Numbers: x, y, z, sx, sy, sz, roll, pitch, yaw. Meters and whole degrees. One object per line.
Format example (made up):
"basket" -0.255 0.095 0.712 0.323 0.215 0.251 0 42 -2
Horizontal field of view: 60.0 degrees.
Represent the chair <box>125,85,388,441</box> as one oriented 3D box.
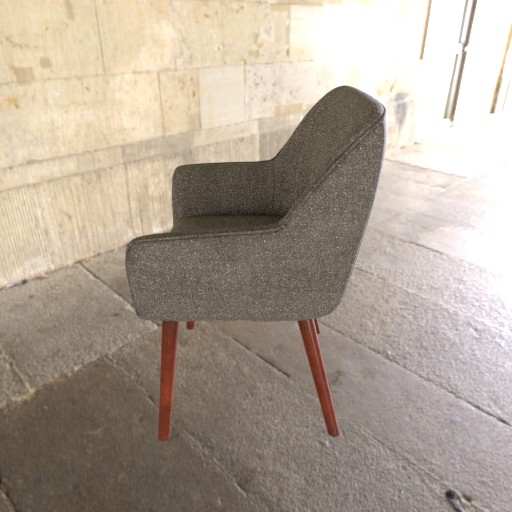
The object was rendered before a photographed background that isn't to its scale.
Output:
"chair" 0.000 0.000 1.155 0.519 0.803 0.543 0 27 1
